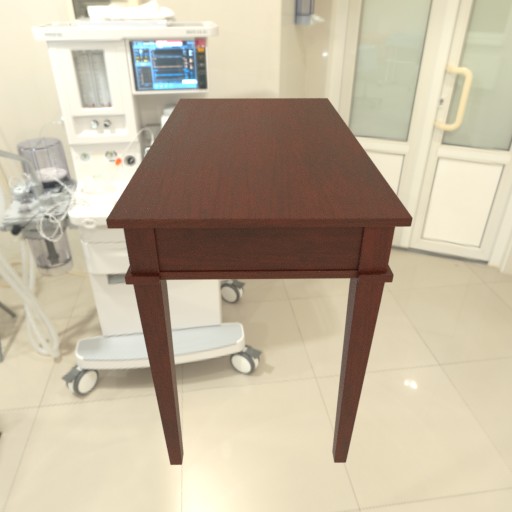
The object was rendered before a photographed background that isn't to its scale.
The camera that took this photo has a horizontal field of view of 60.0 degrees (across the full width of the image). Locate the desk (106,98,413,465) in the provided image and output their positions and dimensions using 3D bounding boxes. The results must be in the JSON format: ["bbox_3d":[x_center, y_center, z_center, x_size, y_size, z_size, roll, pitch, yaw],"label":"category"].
[{"bbox_3d":[0.000,0.000,1.415,0.549,0.762,1.001,0,31,-1],"label":"desk"}]
